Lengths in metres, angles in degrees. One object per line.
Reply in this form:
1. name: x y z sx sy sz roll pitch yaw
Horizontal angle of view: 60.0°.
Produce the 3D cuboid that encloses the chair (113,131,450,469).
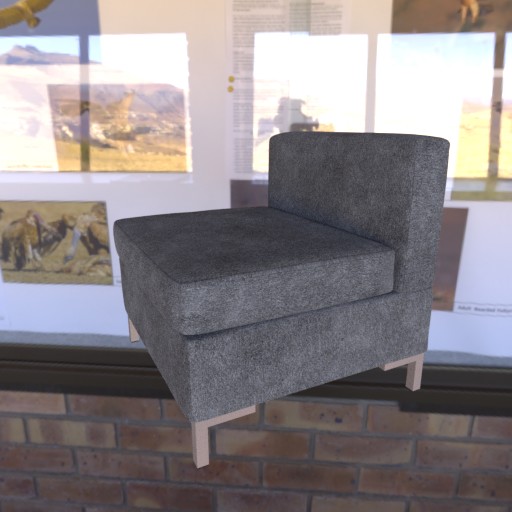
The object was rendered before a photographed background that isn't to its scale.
1. chair: 0.000 0.000 1.229 0.680 0.660 0.680 -8 18 -26
